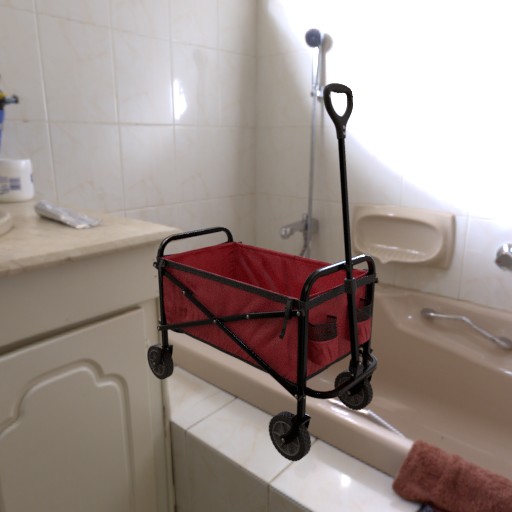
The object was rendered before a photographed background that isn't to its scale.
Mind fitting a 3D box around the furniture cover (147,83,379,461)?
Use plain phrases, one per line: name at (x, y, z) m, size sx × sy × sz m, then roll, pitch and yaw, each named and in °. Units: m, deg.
furniture cover at (0.000, 0.000, 1.853) m, size 1.038 × 1.295 × 0.532 m, roll 14°, pitch 20°, yaw 42°
